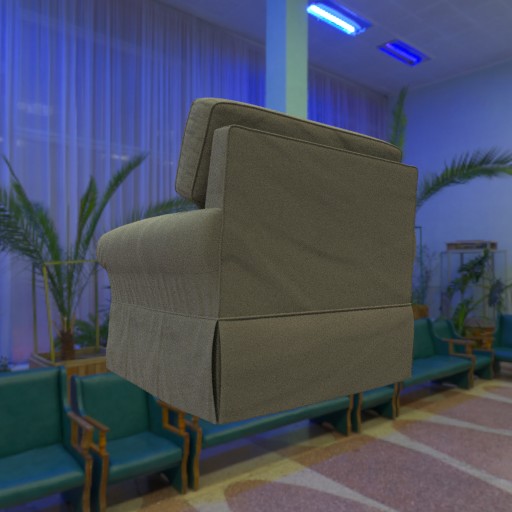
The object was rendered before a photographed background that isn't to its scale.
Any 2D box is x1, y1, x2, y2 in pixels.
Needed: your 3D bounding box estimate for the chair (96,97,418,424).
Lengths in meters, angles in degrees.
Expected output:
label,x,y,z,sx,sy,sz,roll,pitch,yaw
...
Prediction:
label,x,y,z,sx,sy,sz,roll,pitch,yaw
chair,0.000,0.000,1.916,1.135,1.017,0.988,1,-2,-36
